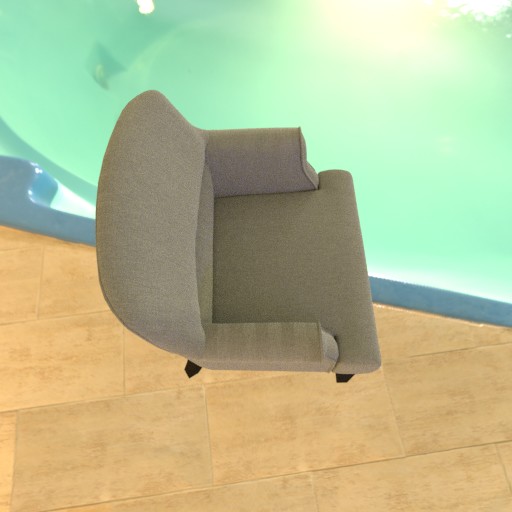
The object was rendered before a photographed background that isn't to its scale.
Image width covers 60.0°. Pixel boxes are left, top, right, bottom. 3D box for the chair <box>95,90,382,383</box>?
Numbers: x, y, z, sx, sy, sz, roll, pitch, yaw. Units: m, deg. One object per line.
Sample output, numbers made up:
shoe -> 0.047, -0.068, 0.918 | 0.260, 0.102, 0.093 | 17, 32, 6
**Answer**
chair -> 0.000, 0.000, 1.440 | 0.755, 0.880, 0.772 | -2, 64, -1
